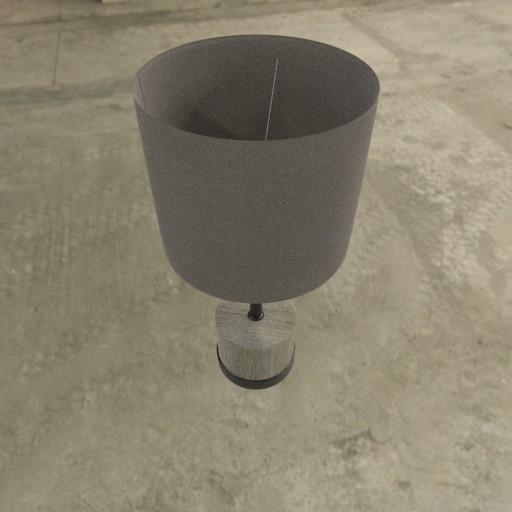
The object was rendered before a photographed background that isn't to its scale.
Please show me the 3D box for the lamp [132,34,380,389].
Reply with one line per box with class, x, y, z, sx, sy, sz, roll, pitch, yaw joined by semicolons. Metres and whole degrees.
lamp;0.000;0.000;0.579;0.229;0.470;0.229;9;46;9
